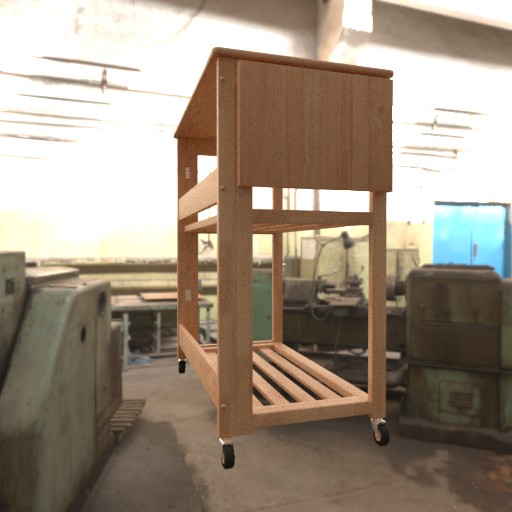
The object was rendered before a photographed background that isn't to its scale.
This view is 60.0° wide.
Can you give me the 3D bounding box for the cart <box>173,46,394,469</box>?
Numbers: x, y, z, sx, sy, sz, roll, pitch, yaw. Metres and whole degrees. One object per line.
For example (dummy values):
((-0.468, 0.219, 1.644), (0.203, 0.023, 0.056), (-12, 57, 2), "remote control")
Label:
((0.000, 0.000, 1.369), (0.432, 0.879, 0.853), (0, 1, -17), "cart")
